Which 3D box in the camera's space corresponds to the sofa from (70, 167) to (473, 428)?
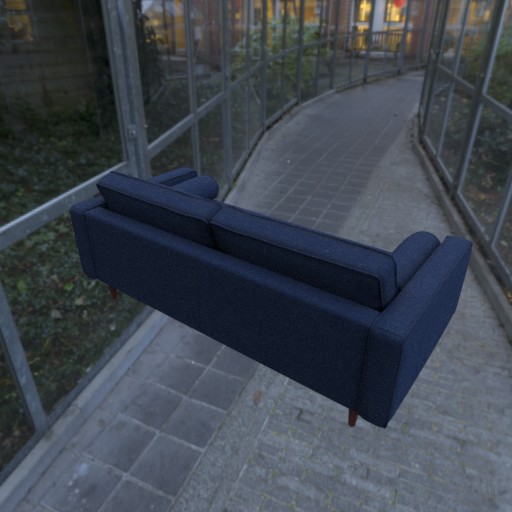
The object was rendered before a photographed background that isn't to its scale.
[{"bbox_3d":[0.000,0.000,2.319,1.880,0.762,0.914,20,35,32],"label":"sofa"}]
